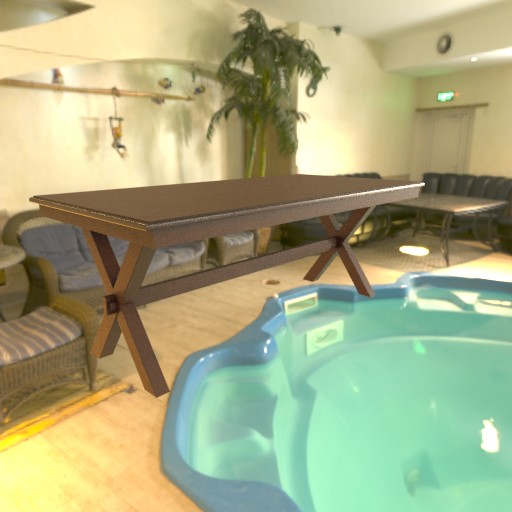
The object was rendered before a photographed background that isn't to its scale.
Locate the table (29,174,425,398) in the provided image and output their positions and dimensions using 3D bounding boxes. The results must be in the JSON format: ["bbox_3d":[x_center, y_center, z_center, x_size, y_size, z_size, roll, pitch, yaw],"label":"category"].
[{"bbox_3d":[0.000,0.000,1.501,0.594,0.459,1.197,14,20,43],"label":"table"}]
